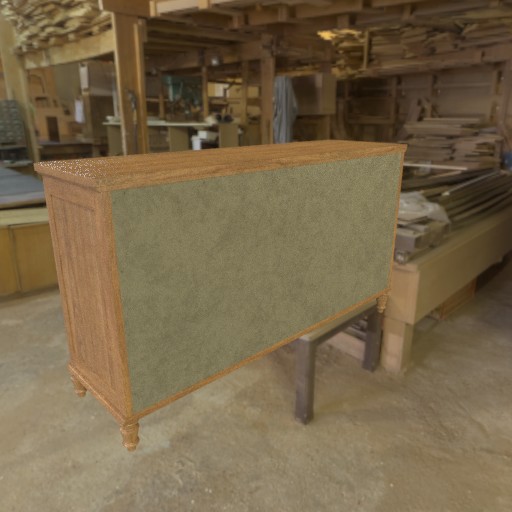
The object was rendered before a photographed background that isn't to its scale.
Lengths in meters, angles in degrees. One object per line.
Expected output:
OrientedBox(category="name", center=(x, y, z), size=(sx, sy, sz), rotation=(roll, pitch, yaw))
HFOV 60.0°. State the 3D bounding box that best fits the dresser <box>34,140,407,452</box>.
OrientedBox(category="dresser", center=(0.000, 0.000, 1.941), size=(1.583, 0.892, 0.468), rotation=(-17, 25, -41))
